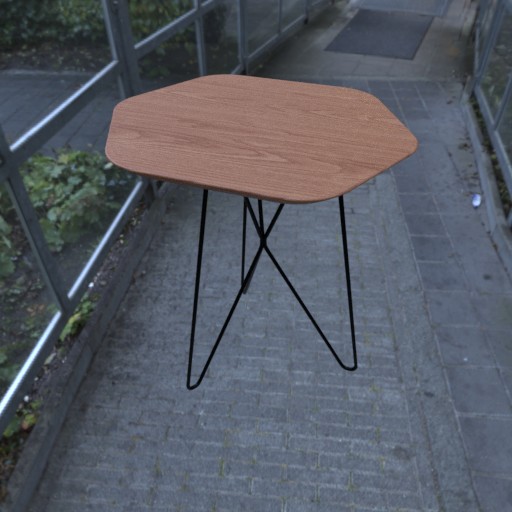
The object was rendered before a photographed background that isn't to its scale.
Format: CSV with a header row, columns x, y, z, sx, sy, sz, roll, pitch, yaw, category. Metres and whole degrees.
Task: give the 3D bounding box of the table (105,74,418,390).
x,y,z,sx,sy,sz,roll,pitch,yaw,category
0.000,0.000,0.888,0.500,0.562,0.400,13,42,14,table
